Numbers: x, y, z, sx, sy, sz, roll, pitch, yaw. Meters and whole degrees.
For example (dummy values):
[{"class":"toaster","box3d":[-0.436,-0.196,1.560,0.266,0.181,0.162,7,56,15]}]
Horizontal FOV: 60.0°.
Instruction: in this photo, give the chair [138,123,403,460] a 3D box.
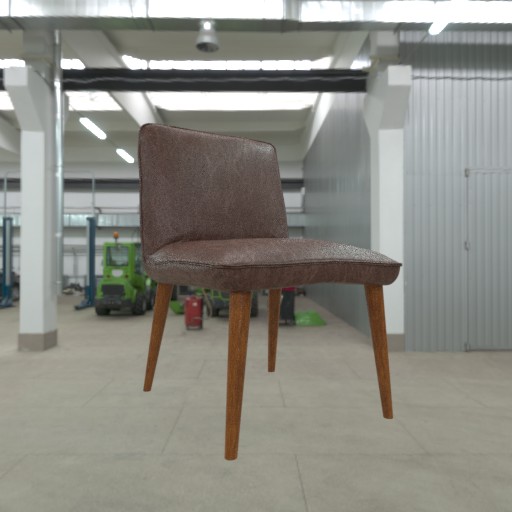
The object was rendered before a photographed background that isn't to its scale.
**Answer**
[{"class":"chair","box3d":[0.000,0.000,1.208,0.543,0.803,0.645,0,0,-36]}]
